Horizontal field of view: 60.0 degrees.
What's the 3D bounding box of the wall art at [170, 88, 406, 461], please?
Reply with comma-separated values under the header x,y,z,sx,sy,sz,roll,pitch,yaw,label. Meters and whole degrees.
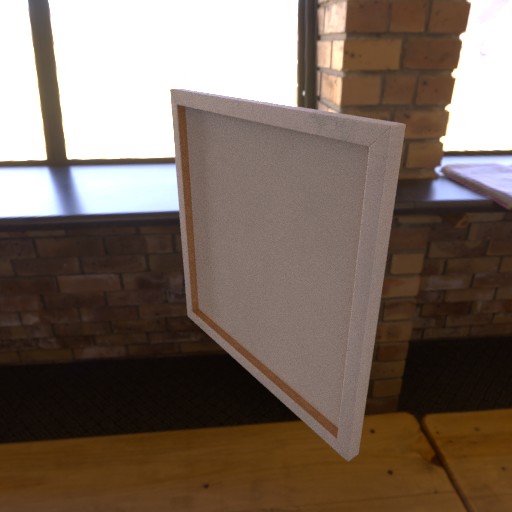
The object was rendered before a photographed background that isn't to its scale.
x,y,z,sx,sy,sz,roll,pitch,yaw,label
0.000,0.000,1.150,0.038,0.762,0.762,-18,31,-33,wall art
